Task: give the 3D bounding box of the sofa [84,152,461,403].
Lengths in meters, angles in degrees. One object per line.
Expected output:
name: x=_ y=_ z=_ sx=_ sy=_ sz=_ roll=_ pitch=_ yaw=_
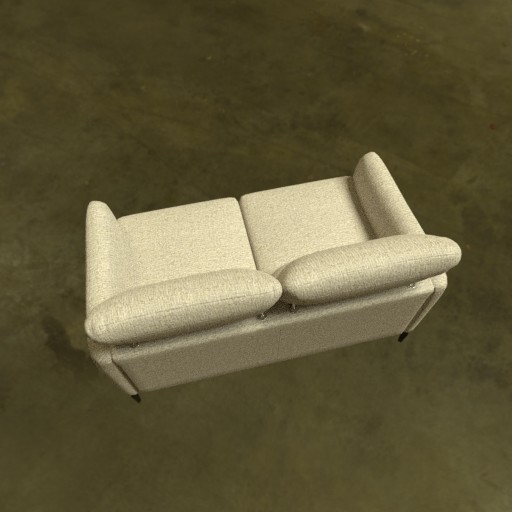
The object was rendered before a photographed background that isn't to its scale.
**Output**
sofa: x=0.000 y=0.000 z=2.107 sx=1.540 sy=0.950 sz=0.905 roll=-11 pitch=59 yaw=-7
